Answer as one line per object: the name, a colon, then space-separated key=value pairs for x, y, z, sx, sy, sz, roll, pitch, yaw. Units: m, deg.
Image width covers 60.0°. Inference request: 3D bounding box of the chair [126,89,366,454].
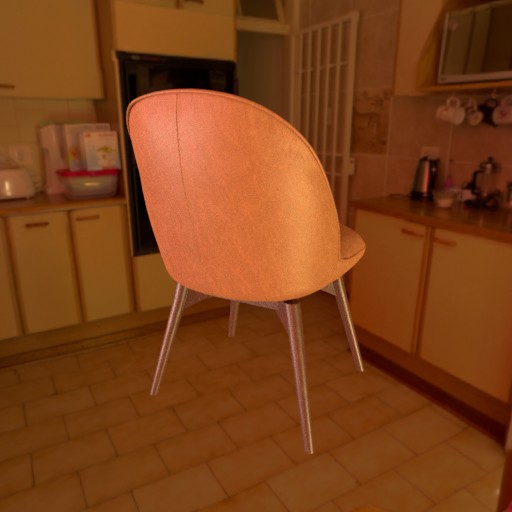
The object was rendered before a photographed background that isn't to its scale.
chair: x=0.000 y=0.000 z=1.230 sx=0.521 sy=0.831 sz=0.631 roll=9 pitch=19 yaw=28
